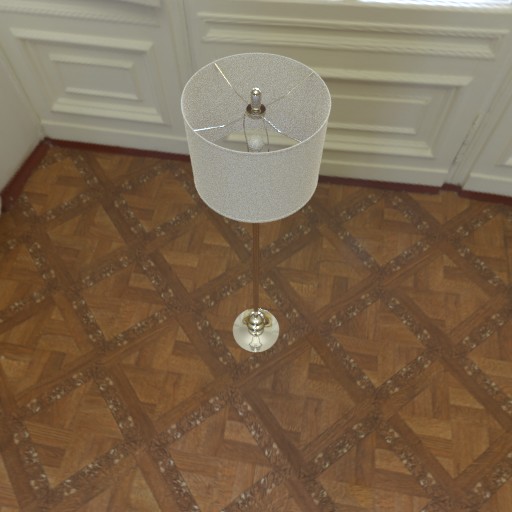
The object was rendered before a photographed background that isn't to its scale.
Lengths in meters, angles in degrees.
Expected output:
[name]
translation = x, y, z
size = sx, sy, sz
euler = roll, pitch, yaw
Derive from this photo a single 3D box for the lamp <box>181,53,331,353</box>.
[lamp]
translation = 0.000, 0.000, 1.667
size = 0.356, 1.487, 0.356
euler = -32, 64, -18
